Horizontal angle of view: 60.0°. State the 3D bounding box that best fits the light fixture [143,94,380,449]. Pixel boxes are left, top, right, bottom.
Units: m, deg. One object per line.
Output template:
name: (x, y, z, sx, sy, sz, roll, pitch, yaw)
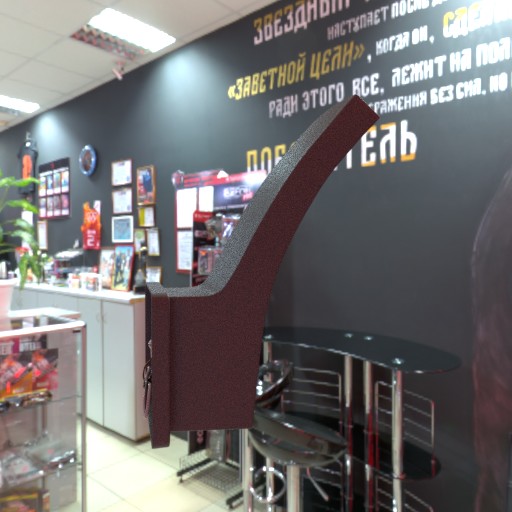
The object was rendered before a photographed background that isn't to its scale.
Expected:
light fixture: (0.000, 0.000, 0.347, 0.174, 0.243, 0.108, 0, 1, -16)
